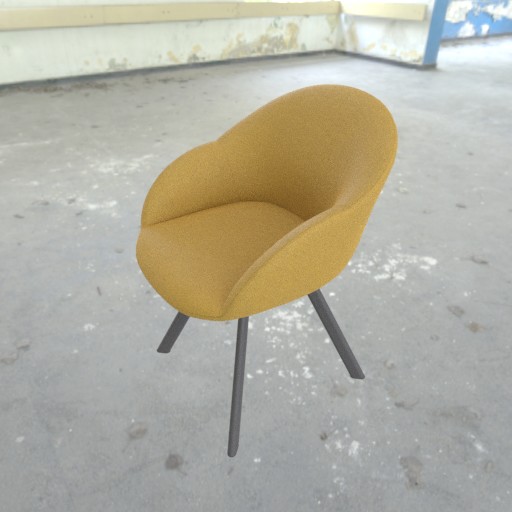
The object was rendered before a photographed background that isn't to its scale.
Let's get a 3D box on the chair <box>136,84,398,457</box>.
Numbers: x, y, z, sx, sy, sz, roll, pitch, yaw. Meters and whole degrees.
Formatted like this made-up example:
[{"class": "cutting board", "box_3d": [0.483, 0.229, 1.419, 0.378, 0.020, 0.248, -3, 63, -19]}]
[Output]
[{"class": "chair", "box_3d": [0.000, 0.000, 1.176, 0.583, 0.793, 0.551, -20, 37, -28]}]
